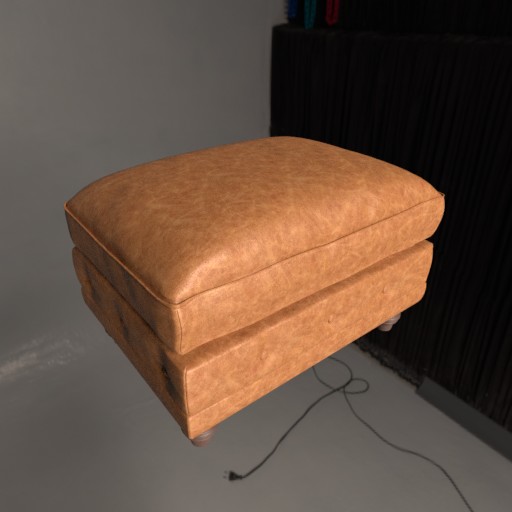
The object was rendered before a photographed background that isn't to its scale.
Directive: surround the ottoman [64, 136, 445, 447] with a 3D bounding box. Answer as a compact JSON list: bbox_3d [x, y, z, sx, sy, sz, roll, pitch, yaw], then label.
[{"bbox_3d":[0.000,0.000,1.063,0.710,0.480,0.533,-21,36,-32],"label":"ottoman"}]
